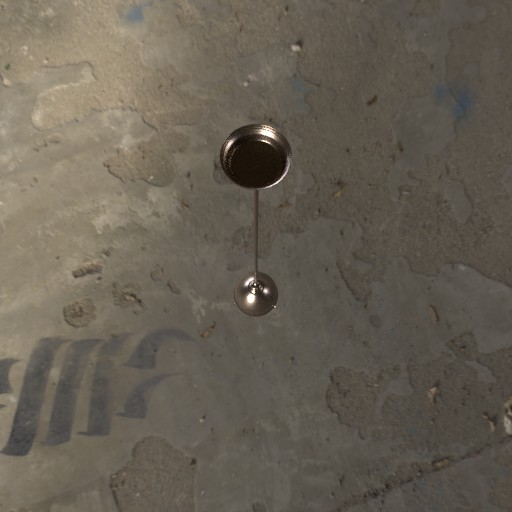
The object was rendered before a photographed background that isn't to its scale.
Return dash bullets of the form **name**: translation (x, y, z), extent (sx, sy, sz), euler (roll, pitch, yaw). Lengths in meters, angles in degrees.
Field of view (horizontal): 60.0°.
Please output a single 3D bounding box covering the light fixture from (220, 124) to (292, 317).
- **light fixture**: translation (0.000, 0.000, 1.453), extent (0.211, 1.367, 0.217), euler (0, 75, 0)
